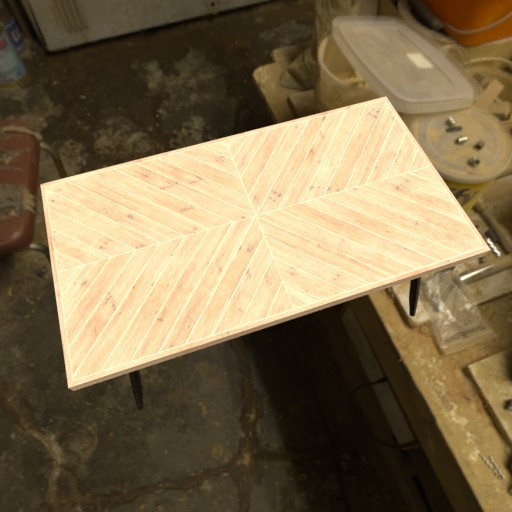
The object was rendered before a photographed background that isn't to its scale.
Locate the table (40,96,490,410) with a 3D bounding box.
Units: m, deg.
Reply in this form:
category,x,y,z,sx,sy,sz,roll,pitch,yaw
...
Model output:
category,x,y,z,sx,sy,sz,roll,pitch,yaw
table,0.000,0.000,2.333,1.803,0.762,0.991,-17,63,-9
